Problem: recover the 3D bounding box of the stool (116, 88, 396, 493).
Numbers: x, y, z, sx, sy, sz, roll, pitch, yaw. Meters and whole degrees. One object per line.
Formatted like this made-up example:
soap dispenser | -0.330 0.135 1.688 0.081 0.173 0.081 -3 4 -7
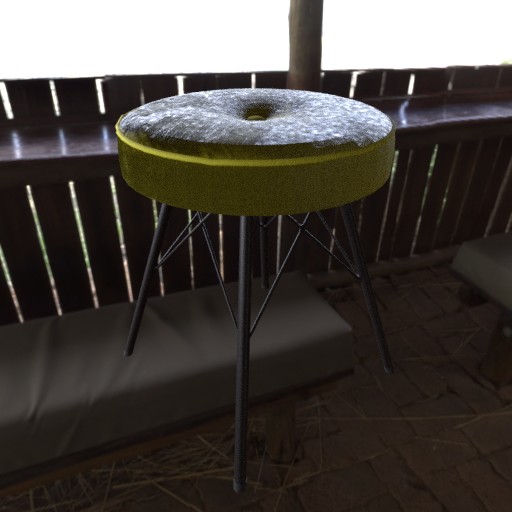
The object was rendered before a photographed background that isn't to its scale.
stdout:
stool | 0.000 0.000 0.783 0.409 0.508 0.409 -23 38 -33
